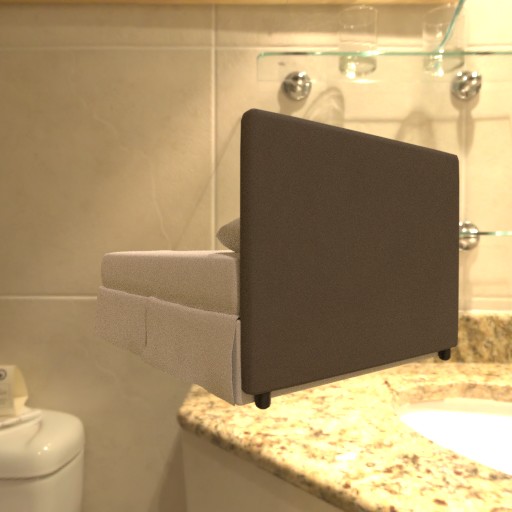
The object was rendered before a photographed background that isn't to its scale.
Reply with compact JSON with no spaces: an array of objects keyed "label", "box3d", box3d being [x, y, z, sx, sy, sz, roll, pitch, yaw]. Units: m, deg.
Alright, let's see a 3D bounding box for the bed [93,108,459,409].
[{"label":"bed","box3d":[0.000,0.000,3.196,1.723,1.330,2.142,-1,1,-36]}]
